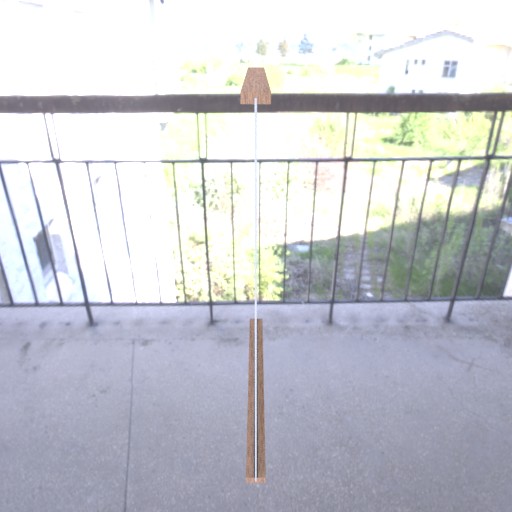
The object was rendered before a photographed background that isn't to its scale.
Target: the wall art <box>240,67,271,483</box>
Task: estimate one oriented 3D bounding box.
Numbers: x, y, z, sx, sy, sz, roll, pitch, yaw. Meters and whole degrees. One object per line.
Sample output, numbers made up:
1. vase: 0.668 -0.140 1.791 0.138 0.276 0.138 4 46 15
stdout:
1. wall art: 0.000 0.000 0.698 0.028 0.527 0.403 0 26 0
